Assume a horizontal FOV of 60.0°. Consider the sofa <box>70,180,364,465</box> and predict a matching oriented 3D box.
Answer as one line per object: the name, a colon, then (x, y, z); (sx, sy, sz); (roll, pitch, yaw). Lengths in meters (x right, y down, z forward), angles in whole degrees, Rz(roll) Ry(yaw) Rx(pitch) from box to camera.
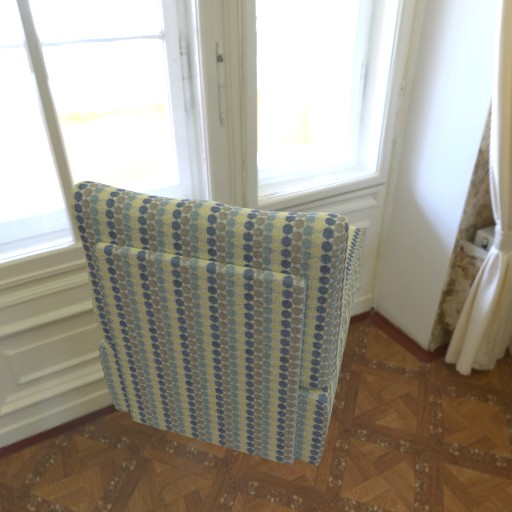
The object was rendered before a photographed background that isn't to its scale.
sofa: (0.000, 0.000, 1.564); (0.700, 0.820, 1.000); (9, 33, 15)
